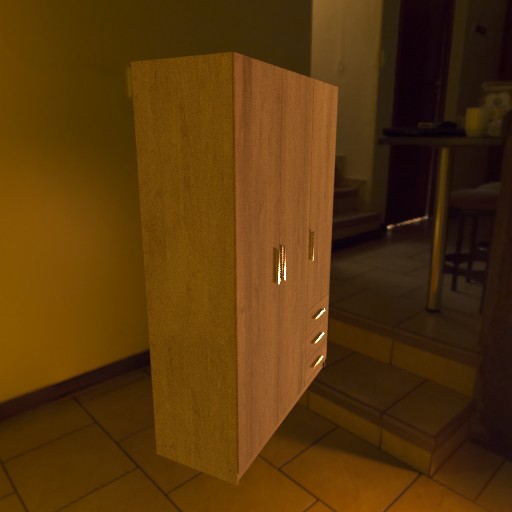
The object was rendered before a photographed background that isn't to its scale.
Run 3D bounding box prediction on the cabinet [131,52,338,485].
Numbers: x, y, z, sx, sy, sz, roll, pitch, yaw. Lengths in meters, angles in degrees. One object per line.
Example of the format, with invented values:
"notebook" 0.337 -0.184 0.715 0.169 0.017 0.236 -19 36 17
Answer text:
"cabinet" 0.000 0.000 2.529 0.510 1.910 1.290 7 17 26
